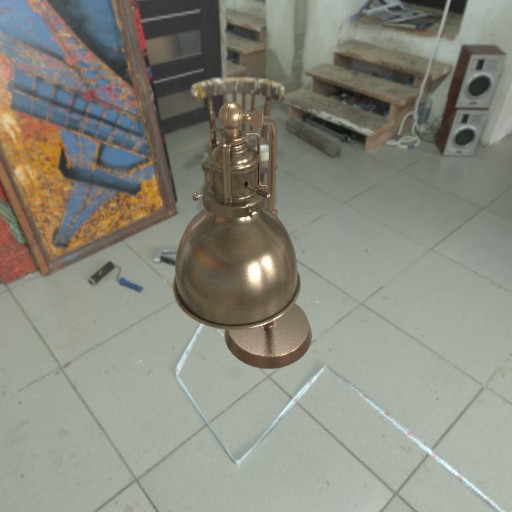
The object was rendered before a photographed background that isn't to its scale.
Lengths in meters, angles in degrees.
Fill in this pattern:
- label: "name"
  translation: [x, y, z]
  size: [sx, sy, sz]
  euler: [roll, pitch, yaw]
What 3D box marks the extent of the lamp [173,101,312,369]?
- label: "lamp"
  translation: [0.000, 0.000, 0.581]
  size: [0.153, 0.456, 0.286]
  euler: [12, 42, 14]
